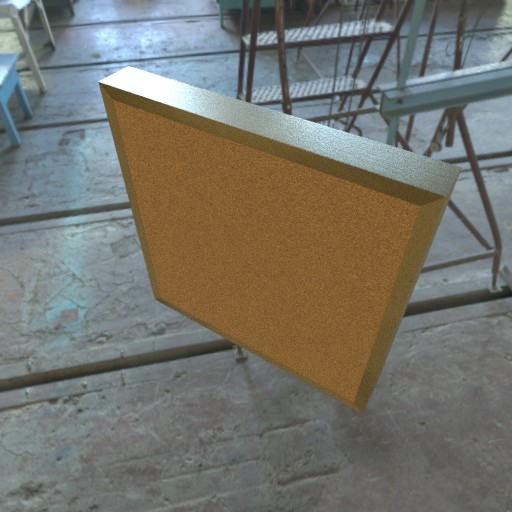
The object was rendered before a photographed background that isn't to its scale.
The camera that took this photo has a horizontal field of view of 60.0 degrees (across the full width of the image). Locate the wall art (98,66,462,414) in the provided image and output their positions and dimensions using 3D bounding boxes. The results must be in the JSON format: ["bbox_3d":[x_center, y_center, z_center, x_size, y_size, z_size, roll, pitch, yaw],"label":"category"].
[{"bbox_3d":[0.000,0.000,0.453,0.304,0.305,0.038,24,50,22],"label":"wall art"}]
